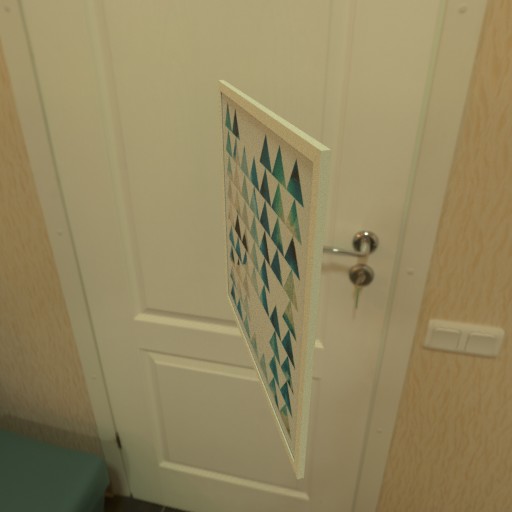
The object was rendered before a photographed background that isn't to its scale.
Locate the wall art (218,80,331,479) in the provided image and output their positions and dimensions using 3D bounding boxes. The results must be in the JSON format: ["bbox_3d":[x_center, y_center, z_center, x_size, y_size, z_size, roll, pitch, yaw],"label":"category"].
[{"bbox_3d":[0.000,0.000,0.844,0.012,0.557,0.557,-8,30,-14],"label":"wall art"}]
